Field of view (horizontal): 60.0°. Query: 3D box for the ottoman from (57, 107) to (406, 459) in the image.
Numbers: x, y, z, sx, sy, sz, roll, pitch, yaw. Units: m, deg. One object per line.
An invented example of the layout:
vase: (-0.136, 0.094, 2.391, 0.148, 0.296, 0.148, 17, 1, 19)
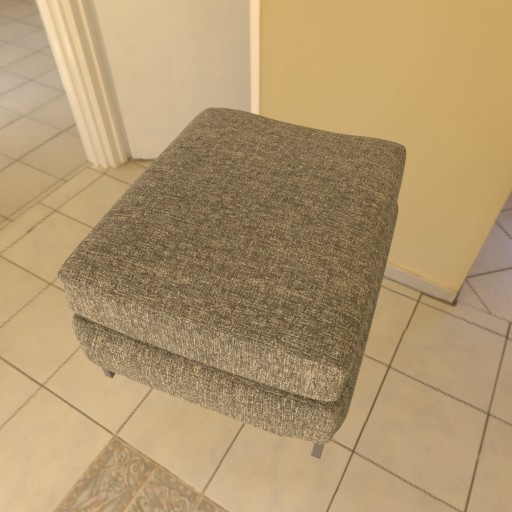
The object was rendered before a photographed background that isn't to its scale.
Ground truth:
ottoman: (0.000, 0.000, 1.219, 0.683, 0.480, 0.828, 16, 49, 14)
